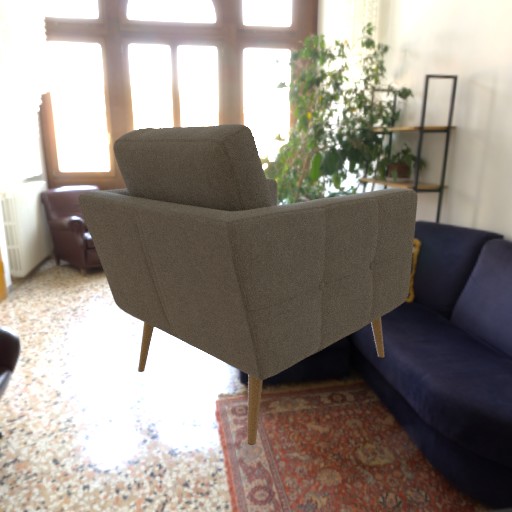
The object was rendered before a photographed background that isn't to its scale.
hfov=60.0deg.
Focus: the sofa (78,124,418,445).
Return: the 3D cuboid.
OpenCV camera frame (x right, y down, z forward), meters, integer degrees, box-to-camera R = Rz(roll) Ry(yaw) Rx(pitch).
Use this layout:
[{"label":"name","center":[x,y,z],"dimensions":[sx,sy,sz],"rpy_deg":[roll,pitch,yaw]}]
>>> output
[{"label":"sofa","center":[0.000,0.000,1.551],"dimensions":[0.770,0.860,0.920],"rpy_deg":[14,20,43]}]
